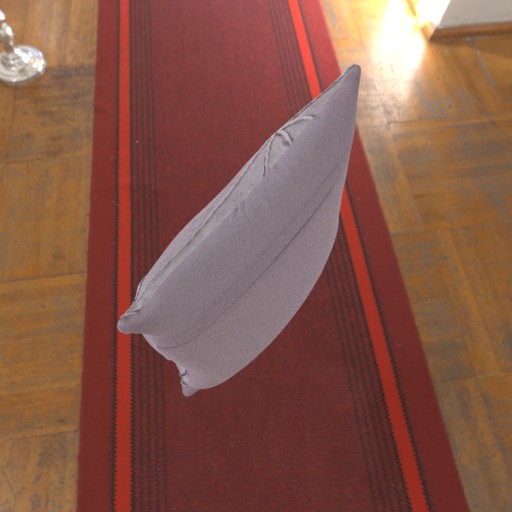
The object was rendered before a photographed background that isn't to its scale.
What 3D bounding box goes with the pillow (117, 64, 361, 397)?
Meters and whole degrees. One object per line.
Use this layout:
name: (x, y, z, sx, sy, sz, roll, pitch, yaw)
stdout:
pillow: (0.000, 0.000, 0.684, 0.185, 0.440, 0.439, 35, 69, 15)
